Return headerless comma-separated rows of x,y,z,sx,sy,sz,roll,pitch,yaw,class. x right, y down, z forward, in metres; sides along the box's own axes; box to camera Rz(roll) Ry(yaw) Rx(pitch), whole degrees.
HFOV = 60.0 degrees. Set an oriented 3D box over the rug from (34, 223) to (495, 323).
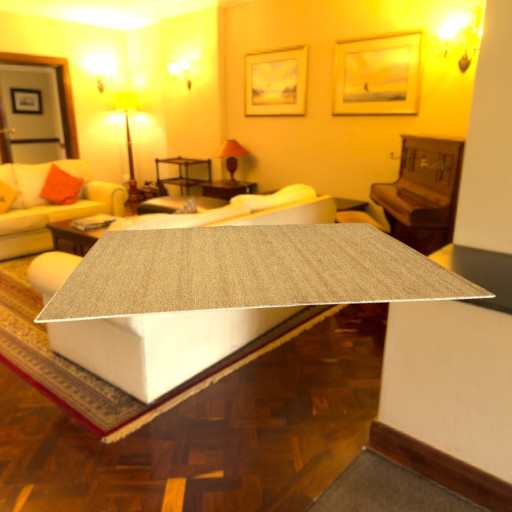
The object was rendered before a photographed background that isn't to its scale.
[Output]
0.000,0.000,4.177,3.202,0.045,2.434,-2,17,-7,rug
